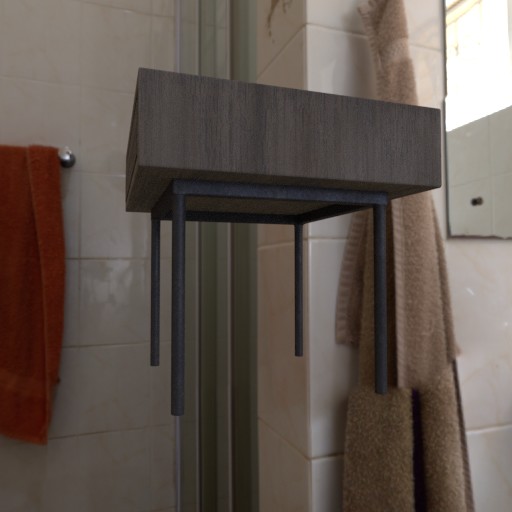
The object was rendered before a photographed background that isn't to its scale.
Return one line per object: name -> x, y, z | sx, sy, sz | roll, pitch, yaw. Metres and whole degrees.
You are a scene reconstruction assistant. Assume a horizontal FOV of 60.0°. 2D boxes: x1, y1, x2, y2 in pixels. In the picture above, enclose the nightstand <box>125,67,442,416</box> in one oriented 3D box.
nightstand -> 0.000, 0.000, 0.910 | 0.503, 0.497, 0.502 | 1, -2, -18
